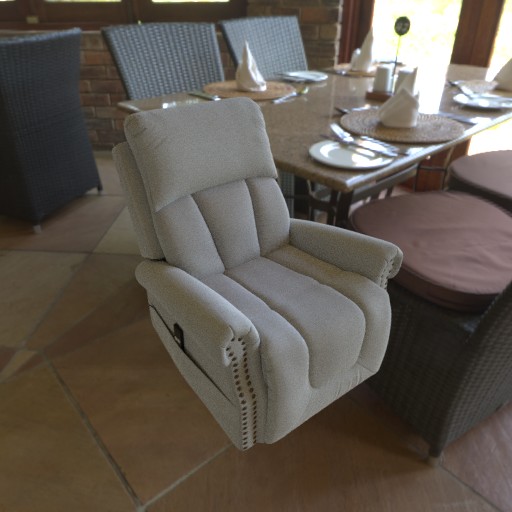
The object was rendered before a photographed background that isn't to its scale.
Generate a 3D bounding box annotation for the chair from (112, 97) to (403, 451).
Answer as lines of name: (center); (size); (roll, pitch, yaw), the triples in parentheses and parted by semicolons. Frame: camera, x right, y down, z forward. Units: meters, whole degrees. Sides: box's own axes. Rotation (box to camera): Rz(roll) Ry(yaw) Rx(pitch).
chair: (0.000, 0.000, 1.755); (0.871, 1.031, 0.979); (-22, 37, -32)
